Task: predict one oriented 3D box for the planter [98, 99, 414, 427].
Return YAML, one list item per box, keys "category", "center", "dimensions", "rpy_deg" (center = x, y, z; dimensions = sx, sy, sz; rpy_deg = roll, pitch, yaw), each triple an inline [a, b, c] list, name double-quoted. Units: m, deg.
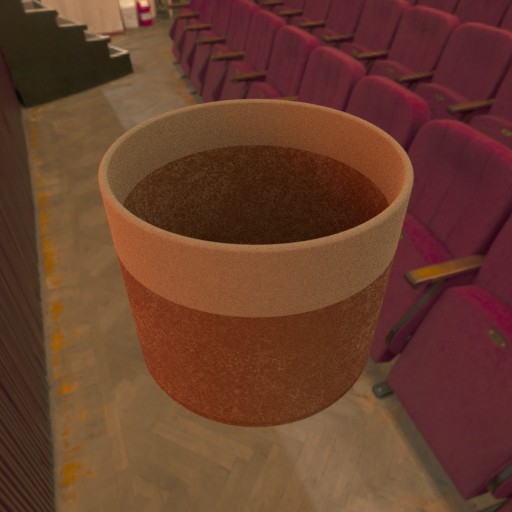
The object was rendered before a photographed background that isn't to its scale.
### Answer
- category: "planter"
  center: [0.000, 0.000, 0.274]
  dimensions: [0.159, 0.138, 0.159]
  rpy_deg: [0, 40, 0]
